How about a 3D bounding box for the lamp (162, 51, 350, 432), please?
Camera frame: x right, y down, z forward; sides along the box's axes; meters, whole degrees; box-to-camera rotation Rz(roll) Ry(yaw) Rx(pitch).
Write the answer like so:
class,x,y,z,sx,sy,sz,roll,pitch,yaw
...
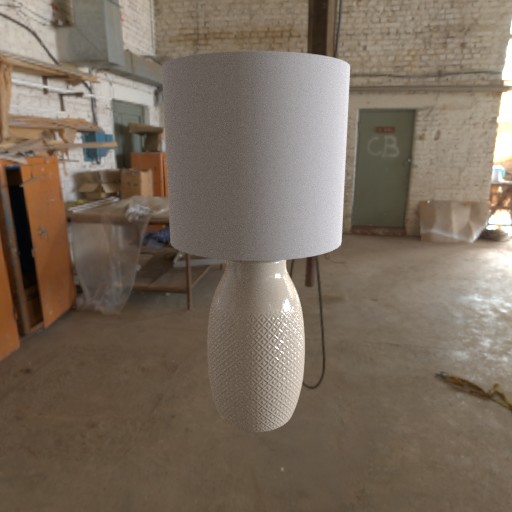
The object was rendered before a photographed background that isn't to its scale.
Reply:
class,x,y,z,sx,sy,sz,roll,pitch,yaw
lamp,0.000,0.000,0.577,0.217,0.453,0.217,14,20,43
